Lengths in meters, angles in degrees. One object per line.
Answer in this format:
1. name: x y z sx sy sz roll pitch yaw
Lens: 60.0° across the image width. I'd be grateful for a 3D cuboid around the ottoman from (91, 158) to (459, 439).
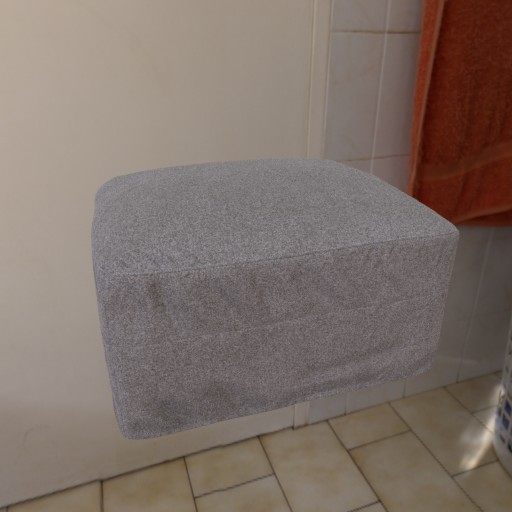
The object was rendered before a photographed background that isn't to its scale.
1. ottoman: 0.000 0.000 1.234 0.837 0.481 0.683 -7 26 -16
